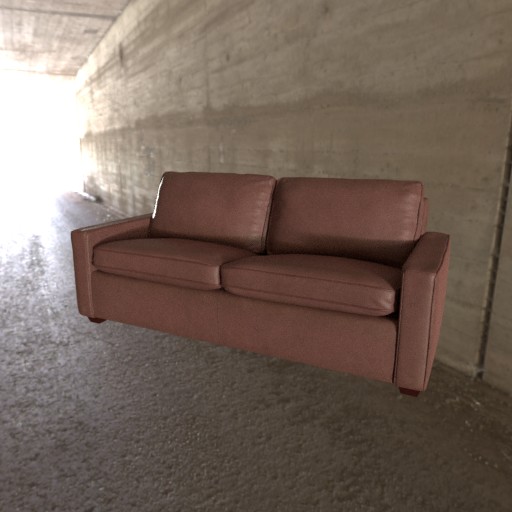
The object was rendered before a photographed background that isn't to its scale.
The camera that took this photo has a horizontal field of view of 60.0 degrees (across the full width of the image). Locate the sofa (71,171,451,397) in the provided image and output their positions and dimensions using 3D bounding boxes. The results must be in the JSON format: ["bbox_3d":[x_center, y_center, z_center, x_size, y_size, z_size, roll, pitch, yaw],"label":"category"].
[{"bbox_3d":[0.000,0.000,2.620,2.080,0.919,0.940,7,16,25],"label":"sofa"}]
